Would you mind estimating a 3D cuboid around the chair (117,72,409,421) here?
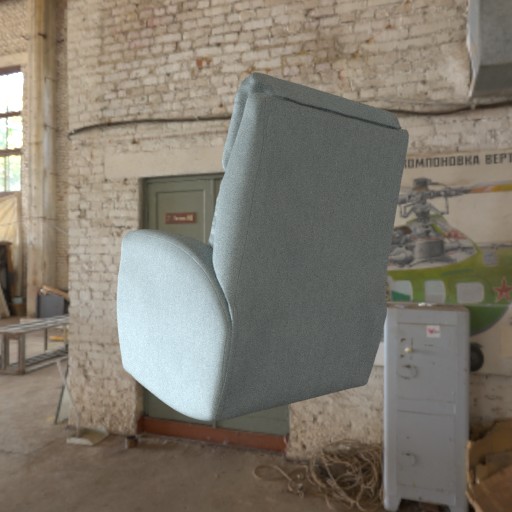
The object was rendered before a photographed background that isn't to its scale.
[{"bbox_3d":[0.000,0.000,1.662,0.794,1.016,0.940,0,0,-36],"label":"chair"}]
